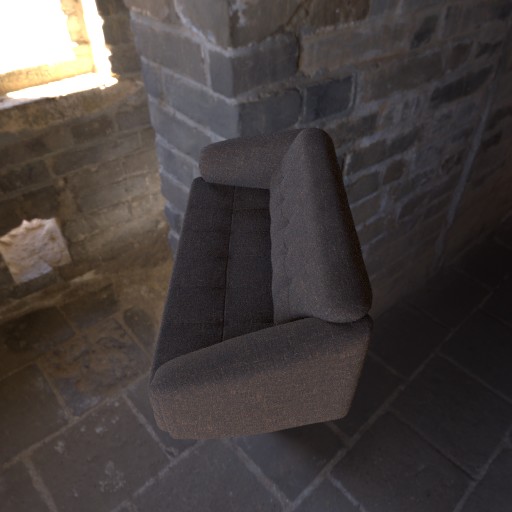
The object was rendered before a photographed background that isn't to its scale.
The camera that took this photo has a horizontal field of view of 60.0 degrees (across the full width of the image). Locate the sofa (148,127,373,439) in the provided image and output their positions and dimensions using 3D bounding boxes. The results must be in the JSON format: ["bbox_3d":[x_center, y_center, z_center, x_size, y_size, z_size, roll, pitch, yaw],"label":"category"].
[{"bbox_3d":[0.000,0.000,2.346,0.887,0.790,1.849,0,41,0],"label":"sofa"}]
